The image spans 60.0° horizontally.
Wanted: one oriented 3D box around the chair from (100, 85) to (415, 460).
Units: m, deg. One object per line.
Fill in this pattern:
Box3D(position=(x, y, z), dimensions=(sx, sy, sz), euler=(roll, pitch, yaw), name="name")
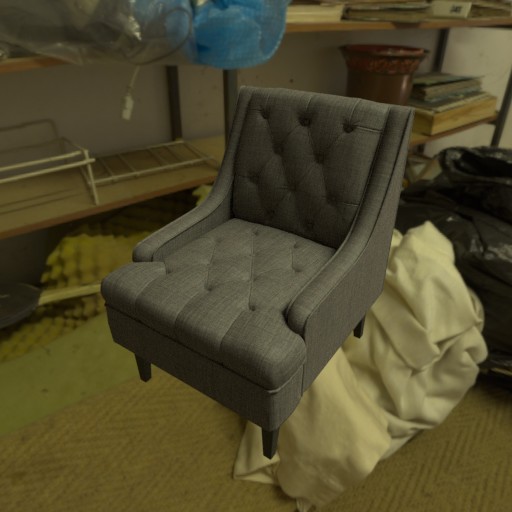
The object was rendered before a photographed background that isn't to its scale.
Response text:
Box3D(position=(0.000, 0.000, 1.419), dimensions=(0.655, 0.891, 0.771), euler=(20, 36, 29), name="chair")
